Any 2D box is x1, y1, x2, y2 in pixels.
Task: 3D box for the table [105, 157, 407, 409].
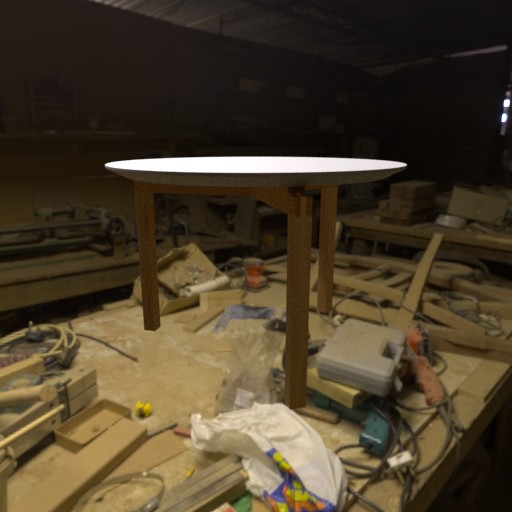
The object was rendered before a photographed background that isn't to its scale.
[{"bbox_3d":[0.000,0.000,0.978,0.600,0.405,0.600,0,15,0],"label":"table"}]
